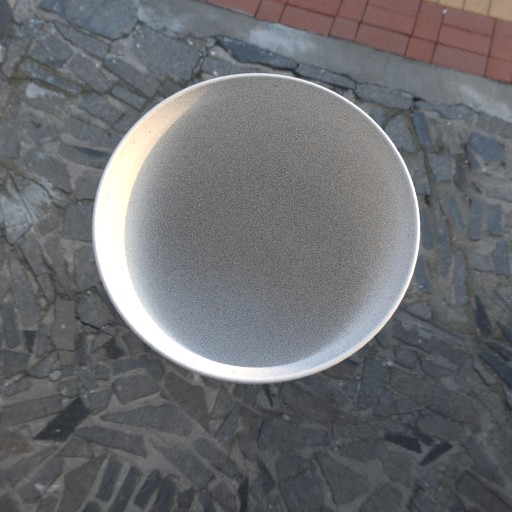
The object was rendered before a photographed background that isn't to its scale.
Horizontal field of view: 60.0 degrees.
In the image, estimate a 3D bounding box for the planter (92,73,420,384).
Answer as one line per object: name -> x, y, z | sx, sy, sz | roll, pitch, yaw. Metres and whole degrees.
planter -> 0.000, 0.000, 0.489 | 0.268, 0.270, 0.268 | 0, 75, 0
